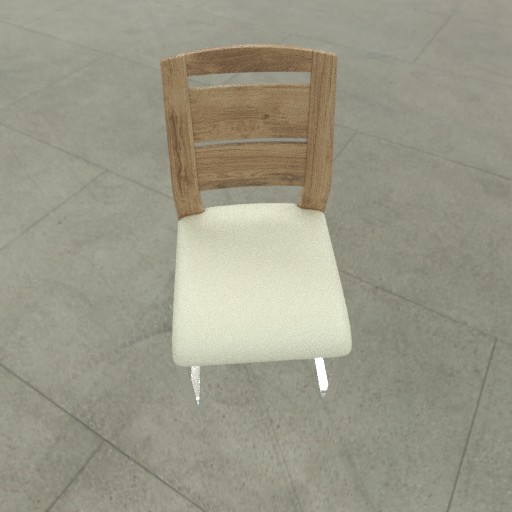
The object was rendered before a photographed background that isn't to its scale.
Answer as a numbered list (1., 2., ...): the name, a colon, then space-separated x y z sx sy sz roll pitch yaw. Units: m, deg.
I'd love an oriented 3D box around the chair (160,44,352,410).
1. chair: 0.000 0.000 1.239 0.457 0.955 0.561 -3 48 -3
